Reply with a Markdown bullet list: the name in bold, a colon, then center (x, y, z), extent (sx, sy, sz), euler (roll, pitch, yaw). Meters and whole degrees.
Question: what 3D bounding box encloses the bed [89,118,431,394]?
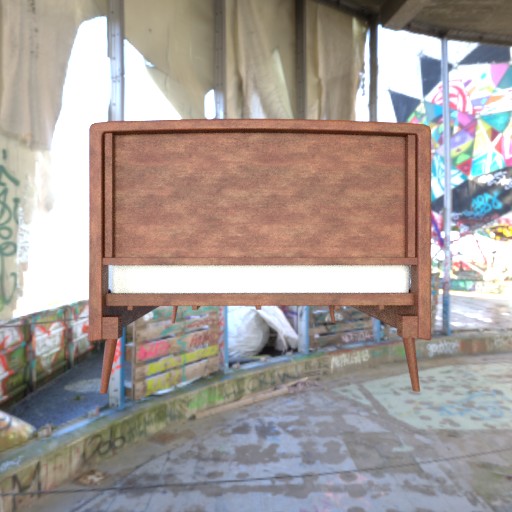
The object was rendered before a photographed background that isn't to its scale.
- **bed**: center (0.000, 0.000, 3.144), extent (1.587, 1.275, 2.196), euler (0, 0, -1)
